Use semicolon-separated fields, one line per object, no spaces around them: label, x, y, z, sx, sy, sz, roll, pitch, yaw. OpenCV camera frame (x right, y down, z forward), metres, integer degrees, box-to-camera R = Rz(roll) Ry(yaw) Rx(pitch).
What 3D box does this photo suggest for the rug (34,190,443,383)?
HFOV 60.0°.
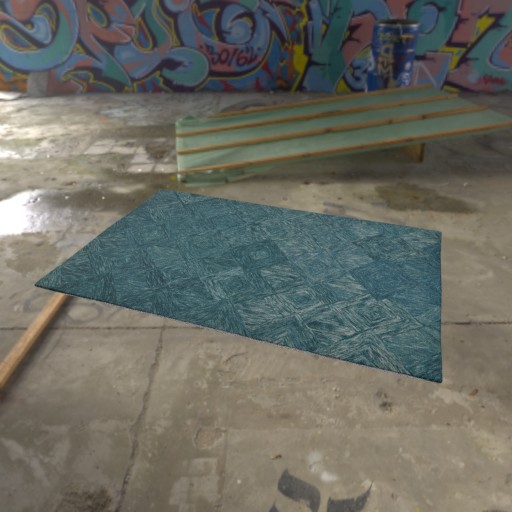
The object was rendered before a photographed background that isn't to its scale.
rug;0.000;0.000;2.187;1.728;0.017;1.136;11;33;16
